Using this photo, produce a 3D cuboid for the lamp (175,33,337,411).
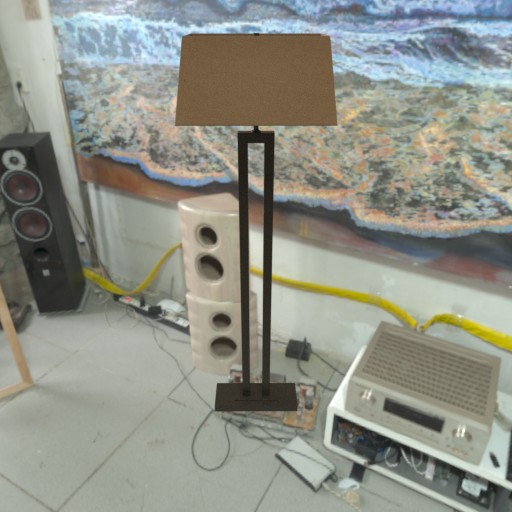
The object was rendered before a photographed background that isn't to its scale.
[{"bbox_3d":[0.000,0.000,1.634,0.475,1.469,0.233,0,29,0],"label":"lamp"}]
